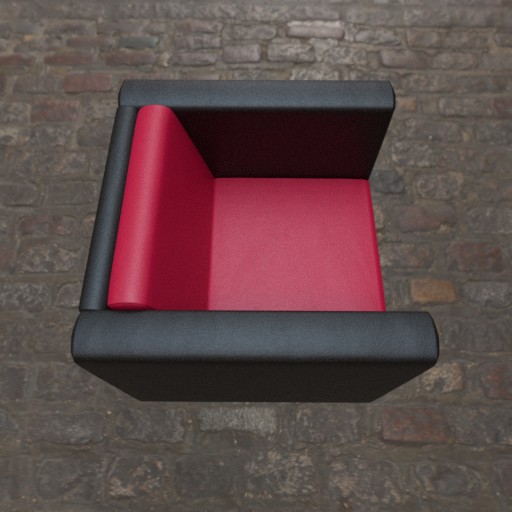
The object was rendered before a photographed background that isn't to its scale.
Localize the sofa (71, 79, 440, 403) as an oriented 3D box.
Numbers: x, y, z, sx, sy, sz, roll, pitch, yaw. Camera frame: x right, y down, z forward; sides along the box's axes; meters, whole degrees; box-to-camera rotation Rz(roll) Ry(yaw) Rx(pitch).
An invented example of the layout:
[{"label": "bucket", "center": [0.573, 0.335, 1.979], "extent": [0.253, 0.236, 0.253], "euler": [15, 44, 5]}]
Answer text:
[{"label": "sofa", "center": [0.000, 0.000, 1.427], "extent": [0.809, 0.724, 0.839], "euler": [0, 64, 0]}]
